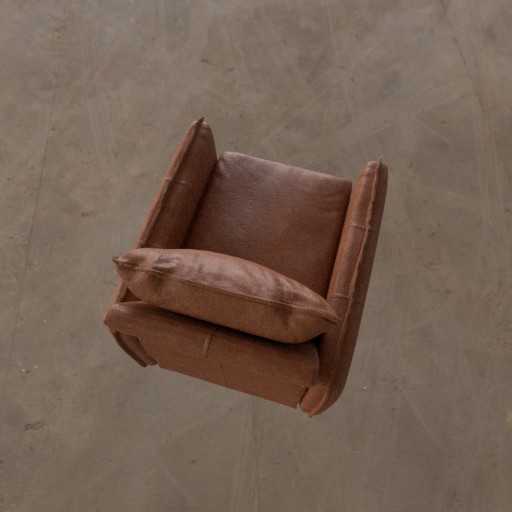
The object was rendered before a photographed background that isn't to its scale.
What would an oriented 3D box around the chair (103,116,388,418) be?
[{"bbox_3d":[0.000,0.000,1.617,0.830,0.922,0.922,15,65,7],"label":"chair"}]
